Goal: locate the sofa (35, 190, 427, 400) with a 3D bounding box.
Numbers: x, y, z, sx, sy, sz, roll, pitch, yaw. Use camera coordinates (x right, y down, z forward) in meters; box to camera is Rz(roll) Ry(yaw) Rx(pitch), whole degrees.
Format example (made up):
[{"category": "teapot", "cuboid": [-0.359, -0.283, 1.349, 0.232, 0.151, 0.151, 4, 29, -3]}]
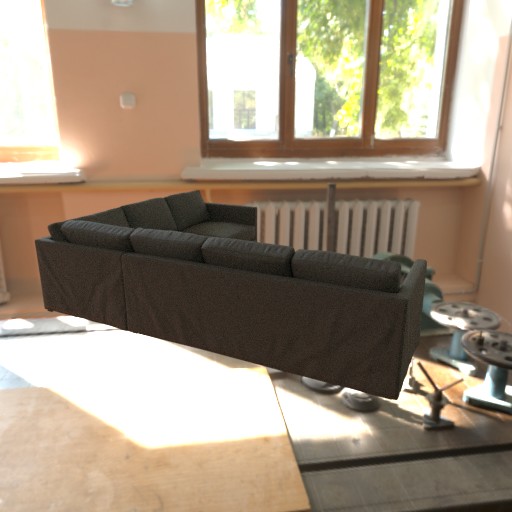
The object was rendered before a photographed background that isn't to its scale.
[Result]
[{"category": "sofa", "cuboid": [0.000, 0.000, 4.312, 3.182, 0.871, 2.432, 8, 18, 26]}]
